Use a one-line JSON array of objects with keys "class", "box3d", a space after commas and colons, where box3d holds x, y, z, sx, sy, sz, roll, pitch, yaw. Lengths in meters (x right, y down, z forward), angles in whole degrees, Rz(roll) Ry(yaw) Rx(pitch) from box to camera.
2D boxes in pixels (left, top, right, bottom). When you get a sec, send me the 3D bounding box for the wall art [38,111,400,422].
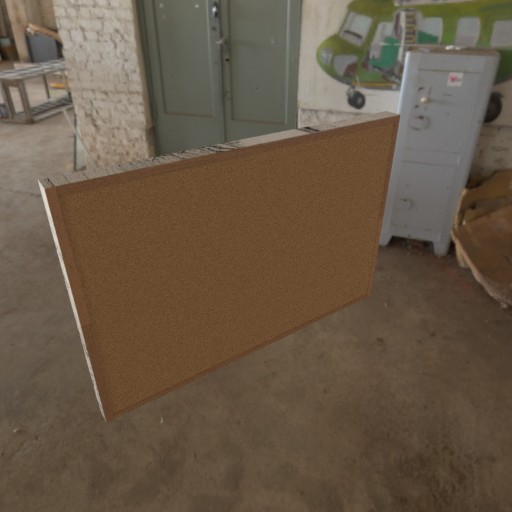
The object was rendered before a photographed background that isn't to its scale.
[{"class": "wall art", "box3d": [0.000, 0.000, 0.774, 0.613, 0.407, 0.035, -20, 36, -29]}]
